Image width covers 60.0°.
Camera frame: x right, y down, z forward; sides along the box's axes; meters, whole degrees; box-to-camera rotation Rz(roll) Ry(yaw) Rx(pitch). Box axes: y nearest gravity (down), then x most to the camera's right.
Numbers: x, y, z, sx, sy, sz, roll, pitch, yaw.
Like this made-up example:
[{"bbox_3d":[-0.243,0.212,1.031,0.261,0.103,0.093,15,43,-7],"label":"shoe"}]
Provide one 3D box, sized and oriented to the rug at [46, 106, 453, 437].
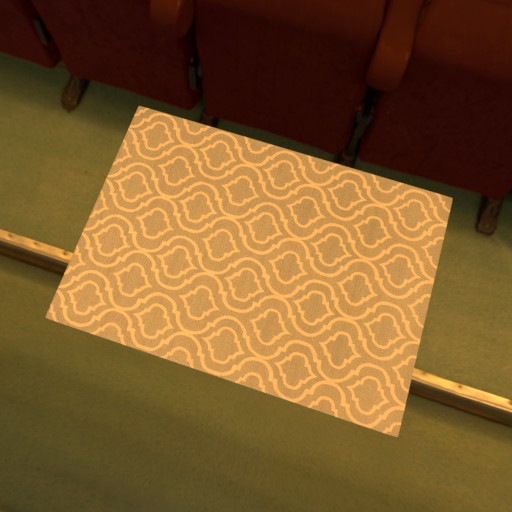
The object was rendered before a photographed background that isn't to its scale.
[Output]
[{"bbox_3d":[0.000,0.000,2.640,2.080,0.010,1.451,18,76,4],"label":"rug"}]
